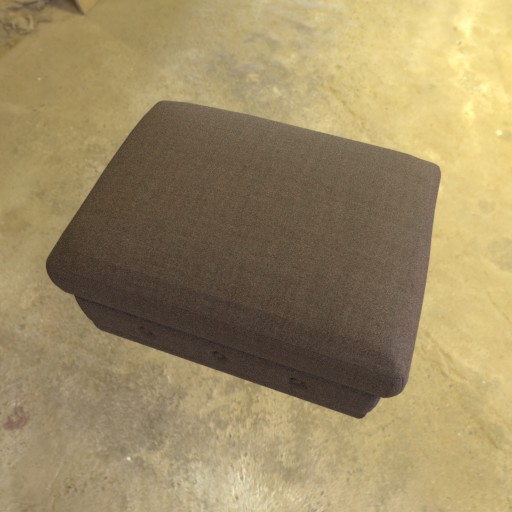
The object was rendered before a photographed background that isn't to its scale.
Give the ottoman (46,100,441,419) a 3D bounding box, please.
[{"bbox_3d":[0.000,0.000,1.194,0.809,0.555,0.599,16,59,10],"label":"ottoman"}]
